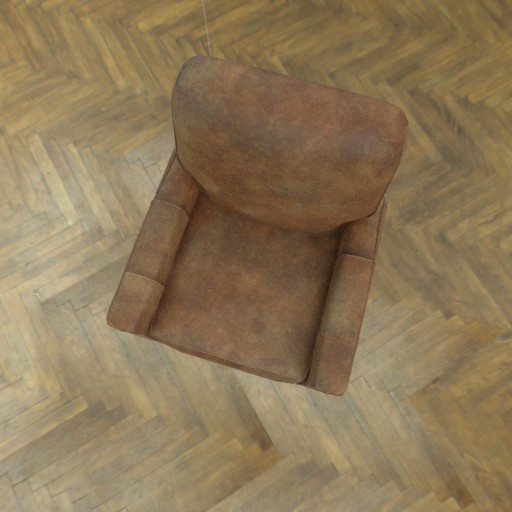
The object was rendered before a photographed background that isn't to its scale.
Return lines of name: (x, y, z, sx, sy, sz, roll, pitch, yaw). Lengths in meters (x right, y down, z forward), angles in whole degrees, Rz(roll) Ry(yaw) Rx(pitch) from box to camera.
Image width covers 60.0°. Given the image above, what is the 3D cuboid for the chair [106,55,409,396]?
chair: (0.000, 0.000, 1.650, 0.843, 1.043, 0.836, 16, 77, 4)
